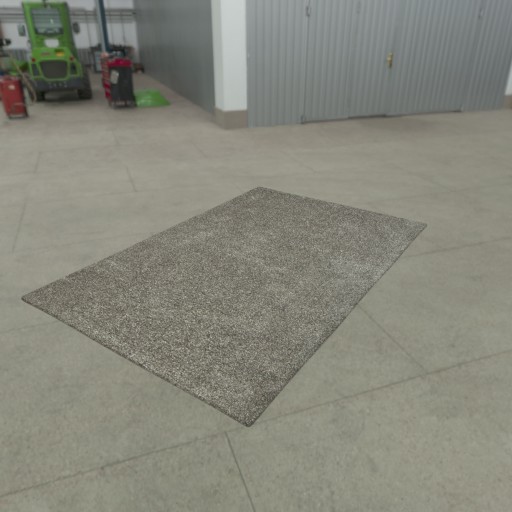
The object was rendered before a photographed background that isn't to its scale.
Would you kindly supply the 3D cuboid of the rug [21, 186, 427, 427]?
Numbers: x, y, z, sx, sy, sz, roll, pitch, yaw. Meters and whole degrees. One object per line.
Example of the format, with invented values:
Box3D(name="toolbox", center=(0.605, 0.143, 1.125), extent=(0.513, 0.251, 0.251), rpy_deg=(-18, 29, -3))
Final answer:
Box3D(name="rug", center=(0.000, 0.000, 3.369), extent=(1.802, 0.026, 2.699), rpy_deg=(18, 32, 30))
